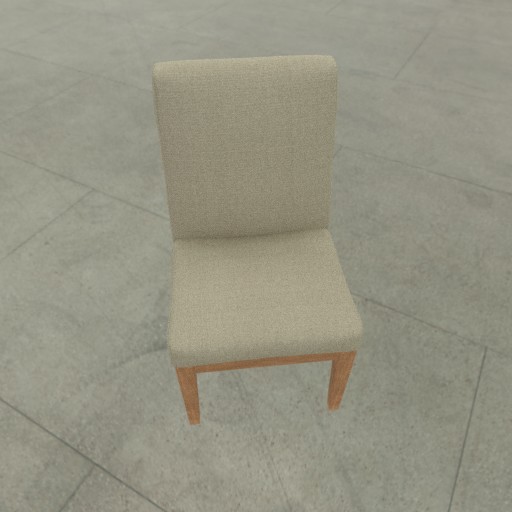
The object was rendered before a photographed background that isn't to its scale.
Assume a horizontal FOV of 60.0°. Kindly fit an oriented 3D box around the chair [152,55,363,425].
[{"bbox_3d":[0.000,0.000,1.275,0.507,0.911,0.586,-4,46,-4],"label":"chair"}]
